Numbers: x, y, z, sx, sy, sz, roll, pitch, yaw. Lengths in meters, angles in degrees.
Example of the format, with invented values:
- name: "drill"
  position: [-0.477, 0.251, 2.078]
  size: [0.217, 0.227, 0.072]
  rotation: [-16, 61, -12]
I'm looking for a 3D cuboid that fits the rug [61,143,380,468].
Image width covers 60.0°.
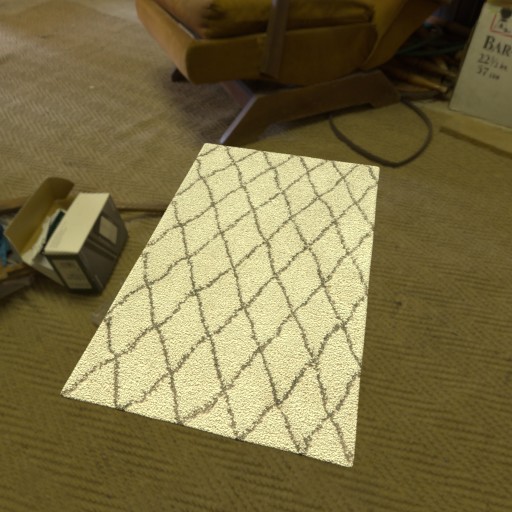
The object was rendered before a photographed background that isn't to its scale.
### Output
- name: "rug"
  position: [0.000, 0.000, 3.003]
  size: [1.524, 0.030, 2.438]
  rotation: [10, 48, 9]
